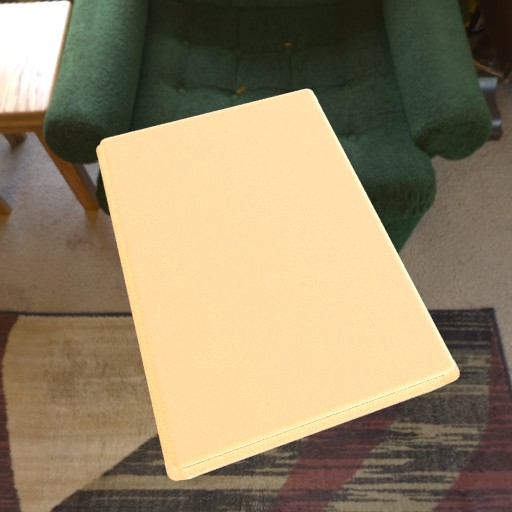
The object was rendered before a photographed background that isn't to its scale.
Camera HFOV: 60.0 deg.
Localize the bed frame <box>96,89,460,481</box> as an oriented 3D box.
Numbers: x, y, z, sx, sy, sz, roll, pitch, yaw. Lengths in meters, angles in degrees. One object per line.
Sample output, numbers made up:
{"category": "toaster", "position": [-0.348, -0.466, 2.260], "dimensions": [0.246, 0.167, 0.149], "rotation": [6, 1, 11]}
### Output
{"category": "bed frame", "position": [0.000, 0.000, 2.458], "dimensions": [1.400, 0.406, 1.900], "rotation": [-17, 65, -8]}
